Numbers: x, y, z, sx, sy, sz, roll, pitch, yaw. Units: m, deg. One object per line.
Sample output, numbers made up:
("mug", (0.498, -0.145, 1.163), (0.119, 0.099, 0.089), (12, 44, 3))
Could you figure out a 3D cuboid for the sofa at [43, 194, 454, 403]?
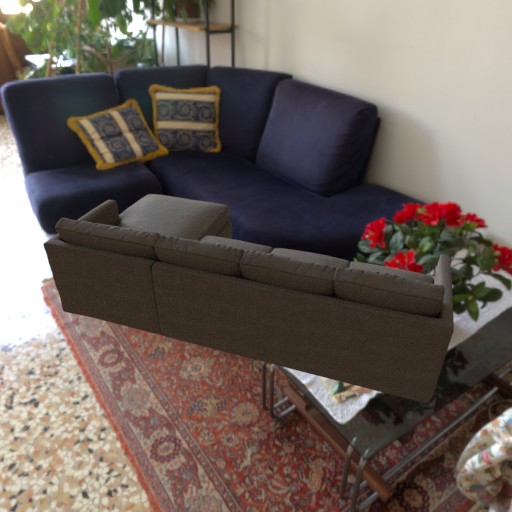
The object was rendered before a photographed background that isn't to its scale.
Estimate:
("sofa", (0.000, 0.000, 3.996), (3.205, 0.922, 1.650), (11, 34, 16))
